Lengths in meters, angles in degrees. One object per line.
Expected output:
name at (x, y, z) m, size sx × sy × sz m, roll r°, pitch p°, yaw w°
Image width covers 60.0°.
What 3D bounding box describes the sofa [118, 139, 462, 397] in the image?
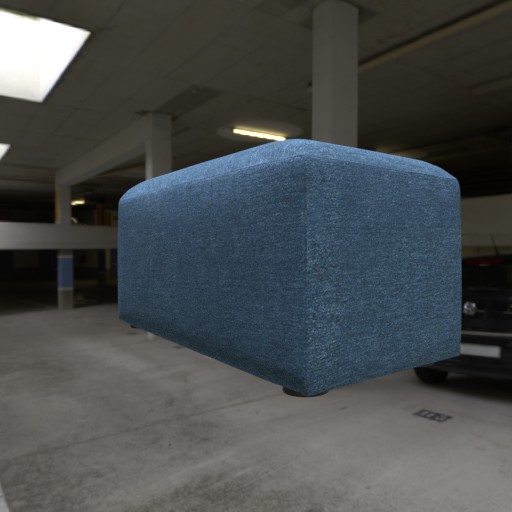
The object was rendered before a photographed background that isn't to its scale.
sofa at (0.000, 0.000, 1.218) m, size 0.480 × 0.470 × 0.930 m, roll -1°, pitch 2°, yaw -36°
